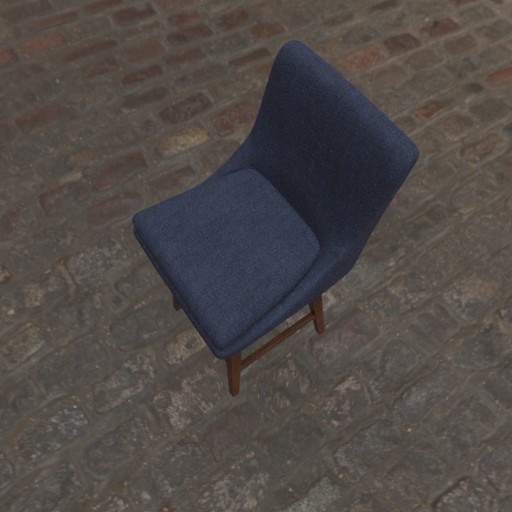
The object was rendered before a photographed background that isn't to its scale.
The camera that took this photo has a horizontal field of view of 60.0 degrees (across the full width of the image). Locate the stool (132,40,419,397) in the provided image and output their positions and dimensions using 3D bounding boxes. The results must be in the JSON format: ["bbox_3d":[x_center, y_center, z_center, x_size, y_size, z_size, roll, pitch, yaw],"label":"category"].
[{"bbox_3d":[0.000,0.000,1.396,0.572,1.068,0.489,-32,68,-15],"label":"stool"}]
